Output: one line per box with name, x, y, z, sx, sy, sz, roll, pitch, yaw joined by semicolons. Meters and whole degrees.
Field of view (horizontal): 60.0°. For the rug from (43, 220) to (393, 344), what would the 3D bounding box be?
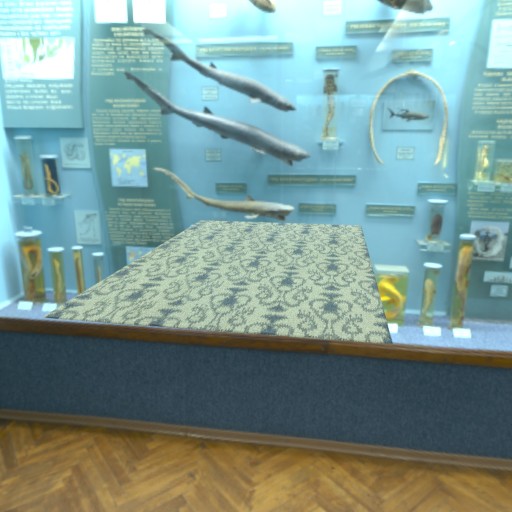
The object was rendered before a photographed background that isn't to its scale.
rug;0.000;0.000;2.052;1.035;0.006;1.652;3;15;10
